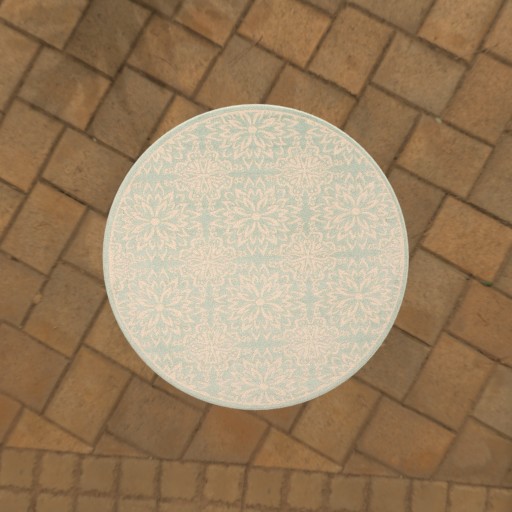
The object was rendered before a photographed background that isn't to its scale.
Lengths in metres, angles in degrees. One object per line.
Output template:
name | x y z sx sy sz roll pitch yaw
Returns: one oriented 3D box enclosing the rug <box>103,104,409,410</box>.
rug | 0.000 0.000 2.306 1.593 0.012 1.593 0 89 0
